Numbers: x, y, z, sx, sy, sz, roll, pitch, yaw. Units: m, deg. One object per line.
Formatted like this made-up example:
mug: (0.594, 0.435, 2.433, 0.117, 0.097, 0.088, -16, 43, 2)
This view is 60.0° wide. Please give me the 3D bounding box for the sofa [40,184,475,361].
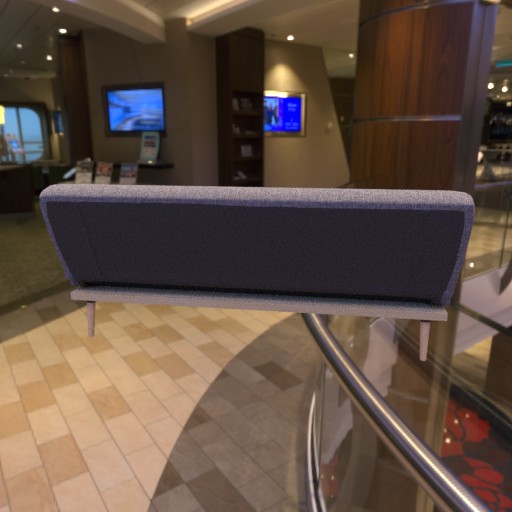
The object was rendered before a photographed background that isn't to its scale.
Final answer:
sofa: (0.000, 0.000, 2.256, 1.820, 0.770, 0.820, 2, 15, 8)
